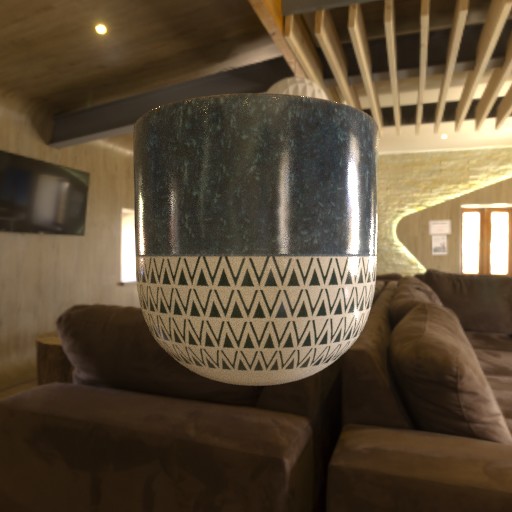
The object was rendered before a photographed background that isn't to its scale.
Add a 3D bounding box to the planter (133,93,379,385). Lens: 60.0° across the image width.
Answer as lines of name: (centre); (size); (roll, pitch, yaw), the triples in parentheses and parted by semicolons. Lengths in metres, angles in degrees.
planter: (0.000, 0.000, 0.499); (0.266, 0.270, 0.266); (0, 0, 0)
